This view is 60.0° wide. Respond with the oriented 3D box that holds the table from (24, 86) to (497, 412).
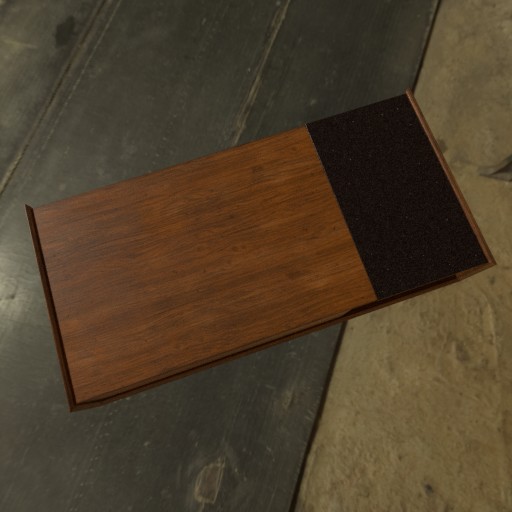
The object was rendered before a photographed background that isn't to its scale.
[{"bbox_3d":[0.000,0.000,1.512,1.221,0.508,0.610,-18,76,-5],"label":"table"}]
